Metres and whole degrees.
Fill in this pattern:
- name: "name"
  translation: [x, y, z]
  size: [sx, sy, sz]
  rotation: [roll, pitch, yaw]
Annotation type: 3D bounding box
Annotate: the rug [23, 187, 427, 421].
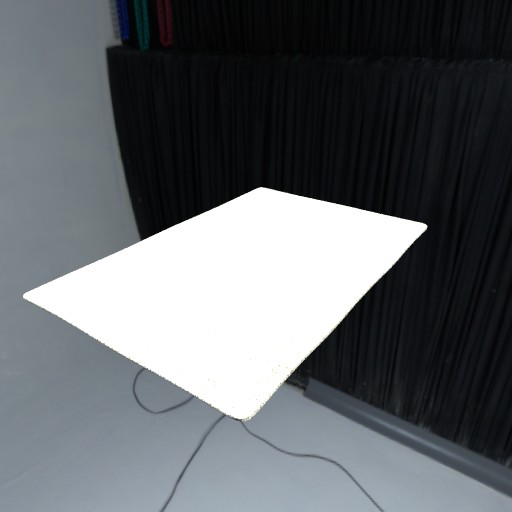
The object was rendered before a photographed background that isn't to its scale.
- name: "rug"
  translation: [0.000, 0.000, 3.372]
  size: [1.798, 0.025, 2.698]
  rotation: [18, 32, 31]
